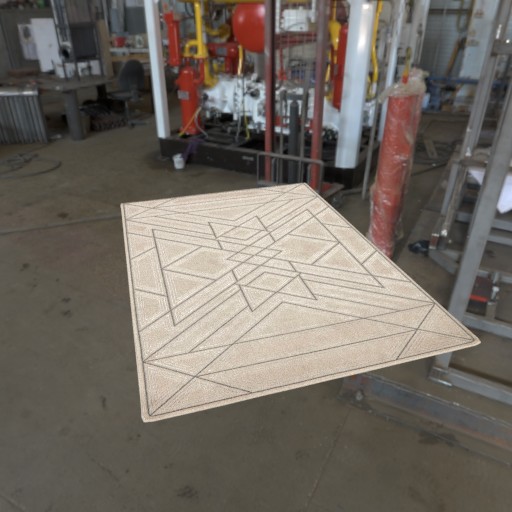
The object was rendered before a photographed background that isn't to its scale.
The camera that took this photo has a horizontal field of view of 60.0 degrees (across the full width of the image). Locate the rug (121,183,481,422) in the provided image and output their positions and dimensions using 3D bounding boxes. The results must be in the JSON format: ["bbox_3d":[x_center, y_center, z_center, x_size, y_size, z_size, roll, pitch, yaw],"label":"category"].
[{"bbox_3d":[0.000,0.000,4.326,2.436,0.026,3.381,-9,31,-15],"label":"rug"}]
